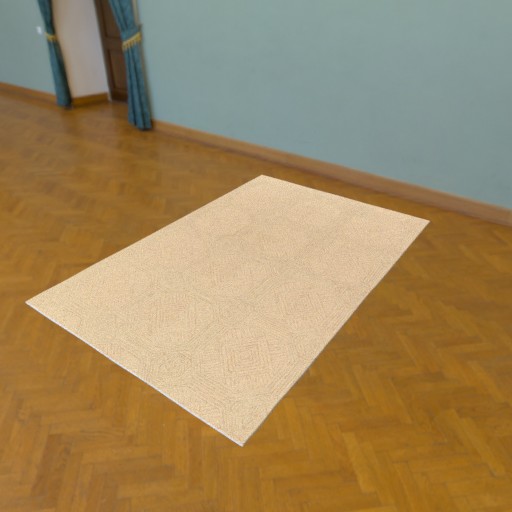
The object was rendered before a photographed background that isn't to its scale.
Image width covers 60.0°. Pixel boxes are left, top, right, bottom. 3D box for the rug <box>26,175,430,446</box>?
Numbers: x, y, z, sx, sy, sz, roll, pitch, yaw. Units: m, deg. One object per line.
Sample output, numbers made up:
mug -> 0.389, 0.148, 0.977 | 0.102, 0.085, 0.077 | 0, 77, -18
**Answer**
rug -> 0.000, 0.000, 2.310 | 1.236, 0.009, 1.839 | 21, 38, 30
